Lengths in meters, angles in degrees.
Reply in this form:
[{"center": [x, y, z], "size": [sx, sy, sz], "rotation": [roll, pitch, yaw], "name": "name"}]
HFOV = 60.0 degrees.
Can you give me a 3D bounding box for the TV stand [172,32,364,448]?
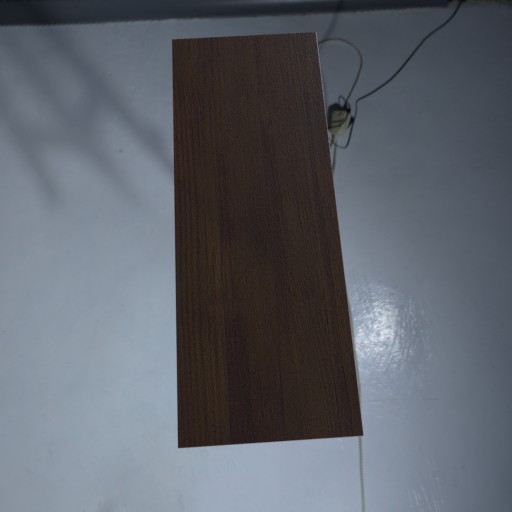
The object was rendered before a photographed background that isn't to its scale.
[{"center": [0.000, 0.000, 1.499], "size": [0.406, 0.813, 1.067], "rotation": [-3, 75, -1], "name": "TV stand"}]
